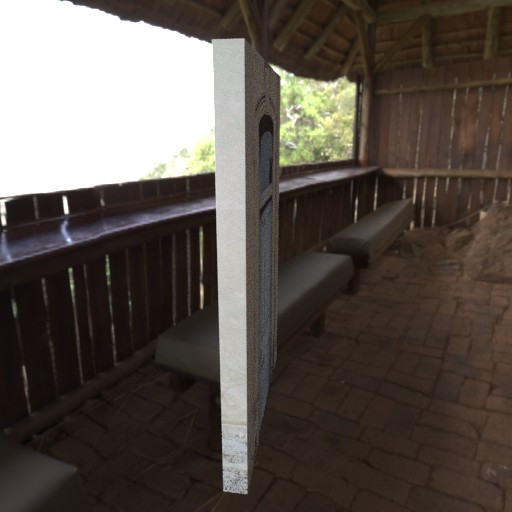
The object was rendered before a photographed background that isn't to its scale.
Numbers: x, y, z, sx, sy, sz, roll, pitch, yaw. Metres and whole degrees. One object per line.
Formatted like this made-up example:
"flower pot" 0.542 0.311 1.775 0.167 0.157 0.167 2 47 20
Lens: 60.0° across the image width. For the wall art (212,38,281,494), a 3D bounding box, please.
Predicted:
"wall art" 0.000 0.000 0.756 0.036 0.607 0.403 2 17 8
